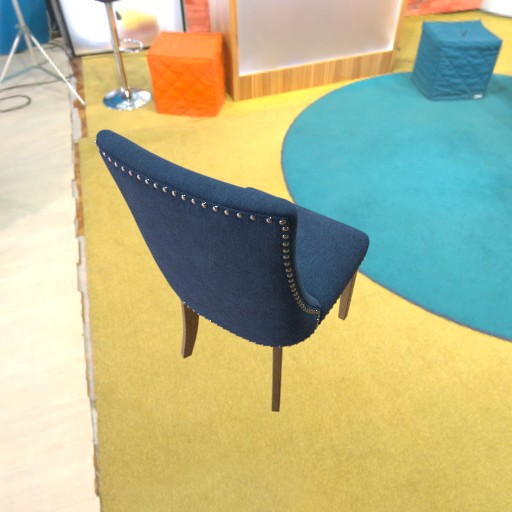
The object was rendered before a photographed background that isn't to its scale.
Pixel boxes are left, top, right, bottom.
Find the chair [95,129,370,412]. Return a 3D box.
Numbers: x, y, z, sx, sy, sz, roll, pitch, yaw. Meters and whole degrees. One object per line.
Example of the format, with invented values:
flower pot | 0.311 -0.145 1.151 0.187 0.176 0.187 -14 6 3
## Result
chair | 0.000 0.000 1.290 0.495 0.902 0.610 25 50 23
